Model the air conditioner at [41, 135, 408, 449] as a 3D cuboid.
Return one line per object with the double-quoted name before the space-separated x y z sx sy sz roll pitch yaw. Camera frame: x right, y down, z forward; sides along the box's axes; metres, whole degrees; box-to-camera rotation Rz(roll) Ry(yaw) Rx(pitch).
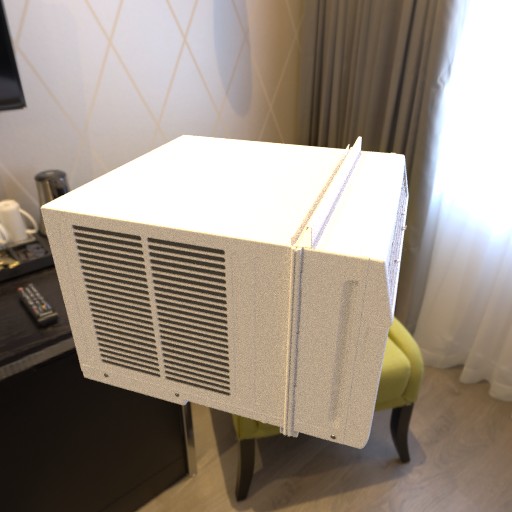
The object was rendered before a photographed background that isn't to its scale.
"air conditioner" 0.000 0.000 0.887 0.546 0.388 0.503 9 30 17
